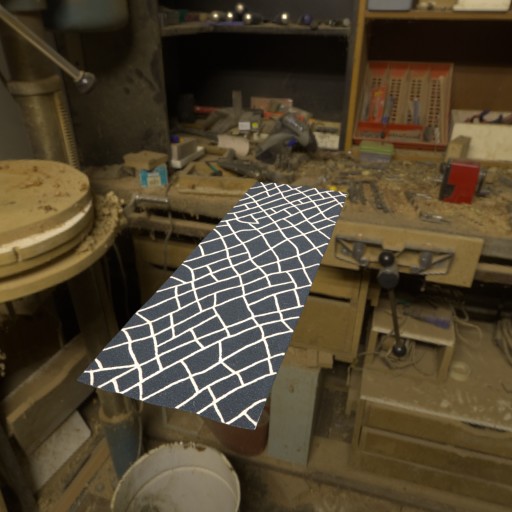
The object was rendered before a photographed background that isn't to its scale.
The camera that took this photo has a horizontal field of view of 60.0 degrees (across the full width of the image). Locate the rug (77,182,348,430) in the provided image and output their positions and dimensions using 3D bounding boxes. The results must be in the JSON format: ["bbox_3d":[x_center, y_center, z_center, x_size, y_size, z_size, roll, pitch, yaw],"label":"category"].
[{"bbox_3d":[0.000,0.000,2.769,0.807,0.010,2.476,9,32,16],"label":"rug"}]
